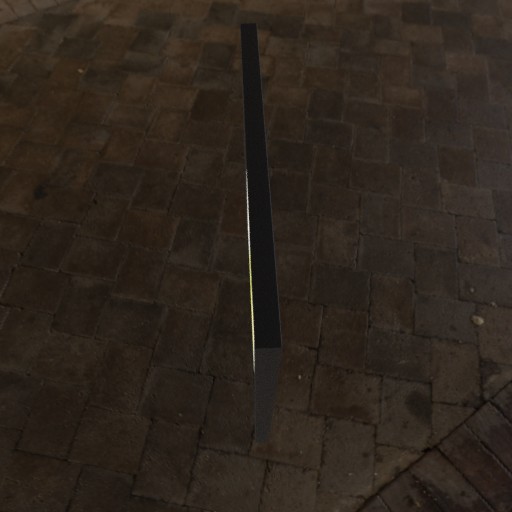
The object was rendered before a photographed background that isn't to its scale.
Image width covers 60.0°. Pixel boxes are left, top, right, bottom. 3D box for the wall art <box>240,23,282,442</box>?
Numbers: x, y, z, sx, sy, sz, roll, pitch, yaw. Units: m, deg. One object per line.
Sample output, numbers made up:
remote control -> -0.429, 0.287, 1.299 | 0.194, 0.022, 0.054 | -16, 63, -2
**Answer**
wall art -> 0.000, 0.000, 1.121 | 0.037, 0.760, 0.762 | -2, 58, -1
